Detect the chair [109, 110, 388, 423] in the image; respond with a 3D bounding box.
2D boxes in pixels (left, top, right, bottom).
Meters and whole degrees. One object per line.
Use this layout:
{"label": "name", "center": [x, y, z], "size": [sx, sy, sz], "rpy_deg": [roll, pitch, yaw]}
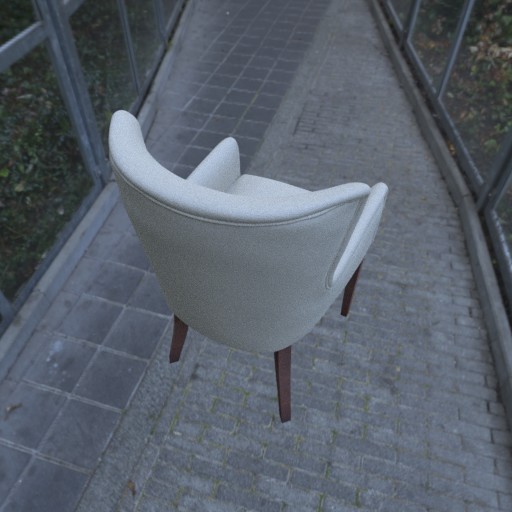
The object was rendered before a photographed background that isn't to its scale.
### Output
{"label": "chair", "center": [0.000, 0.000, 1.406], "size": [0.660, 0.952, 0.686], "rpy_deg": [22, 49, 20]}
